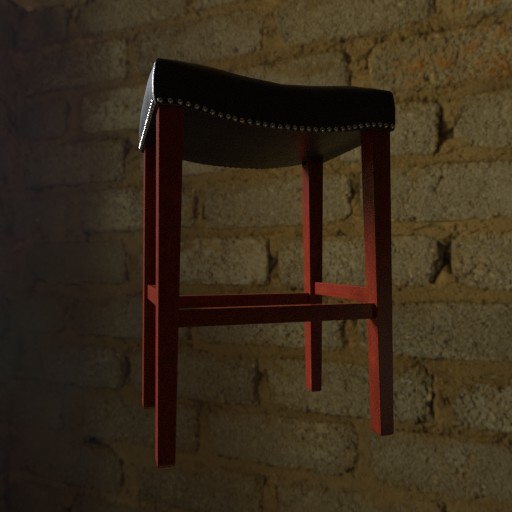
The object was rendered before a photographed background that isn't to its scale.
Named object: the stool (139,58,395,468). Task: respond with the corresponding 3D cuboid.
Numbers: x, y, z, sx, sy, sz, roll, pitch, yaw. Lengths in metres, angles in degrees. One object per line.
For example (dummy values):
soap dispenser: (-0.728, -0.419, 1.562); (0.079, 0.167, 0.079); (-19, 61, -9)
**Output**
stool: (0.000, 0.000, 1.016); (0.504, 0.742, 0.372); (0, -1, -18)
